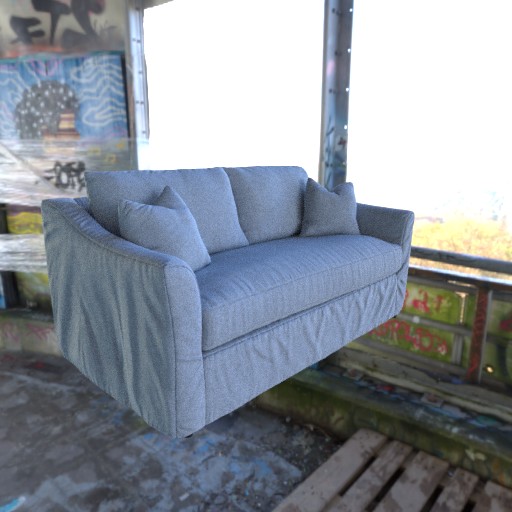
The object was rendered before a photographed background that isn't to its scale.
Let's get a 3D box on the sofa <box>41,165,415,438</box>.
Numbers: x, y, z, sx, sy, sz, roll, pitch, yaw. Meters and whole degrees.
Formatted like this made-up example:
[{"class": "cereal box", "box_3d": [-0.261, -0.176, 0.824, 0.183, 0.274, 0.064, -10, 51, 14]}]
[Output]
[{"class": "sofa", "box_3d": [0.000, 0.000, 2.602, 1.072, 1.018, 2.010, 13, 19, 42]}]
